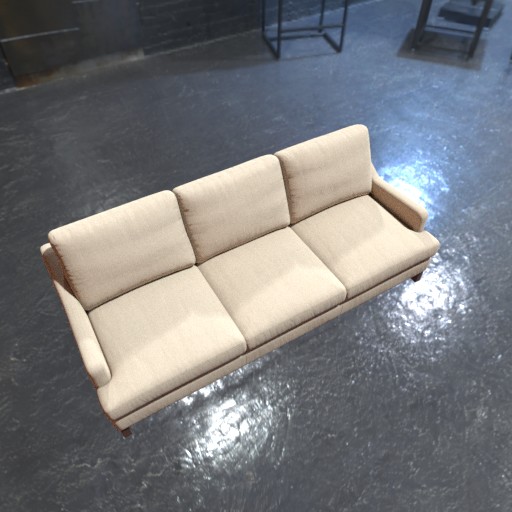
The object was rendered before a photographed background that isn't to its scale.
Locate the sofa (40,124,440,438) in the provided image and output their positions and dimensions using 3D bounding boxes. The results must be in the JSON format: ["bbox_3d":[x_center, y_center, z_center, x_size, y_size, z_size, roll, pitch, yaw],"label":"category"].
[{"bbox_3d":[0.000,0.000,2.819,2.321,0.913,1.000,-23,51,-20],"label":"sofa"}]
